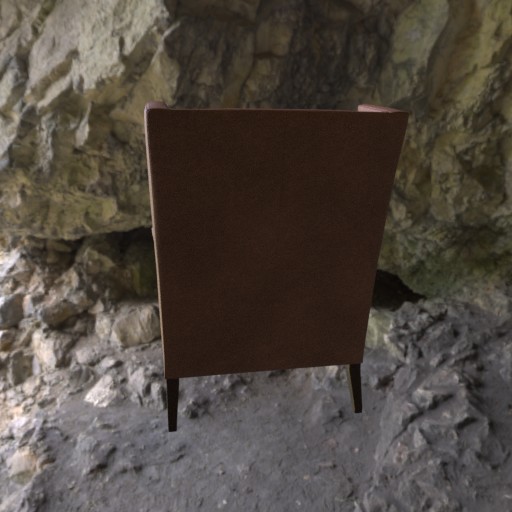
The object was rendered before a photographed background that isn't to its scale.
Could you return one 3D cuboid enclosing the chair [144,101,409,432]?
[{"bbox_3d":[0.000,0.000,1.706,0.815,1.088,0.913,-2,14,-9],"label":"chair"}]
